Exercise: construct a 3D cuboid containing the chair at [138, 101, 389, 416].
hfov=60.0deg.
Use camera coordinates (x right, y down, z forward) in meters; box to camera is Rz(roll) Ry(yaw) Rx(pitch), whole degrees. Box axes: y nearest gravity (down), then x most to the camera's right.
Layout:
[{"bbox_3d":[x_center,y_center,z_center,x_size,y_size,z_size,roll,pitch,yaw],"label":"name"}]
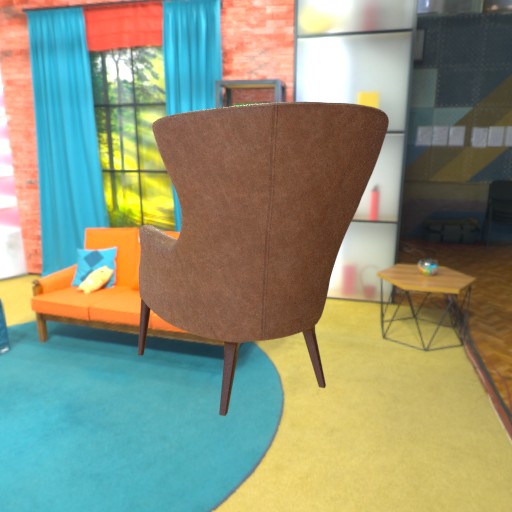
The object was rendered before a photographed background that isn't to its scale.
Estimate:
[{"bbox_3d":[0.000,0.000,1.729,0.846,1.067,0.955,-7,16,-25],"label":"chair"}]
